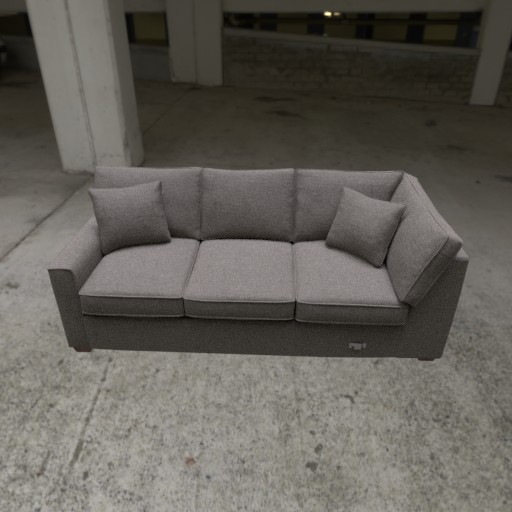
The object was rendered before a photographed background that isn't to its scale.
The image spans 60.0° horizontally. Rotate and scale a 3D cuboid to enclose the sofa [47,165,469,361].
[{"bbox_3d":[0.000,0.000,2.916,2.317,0.962,1.061,1,30,2],"label":"sofa"}]
